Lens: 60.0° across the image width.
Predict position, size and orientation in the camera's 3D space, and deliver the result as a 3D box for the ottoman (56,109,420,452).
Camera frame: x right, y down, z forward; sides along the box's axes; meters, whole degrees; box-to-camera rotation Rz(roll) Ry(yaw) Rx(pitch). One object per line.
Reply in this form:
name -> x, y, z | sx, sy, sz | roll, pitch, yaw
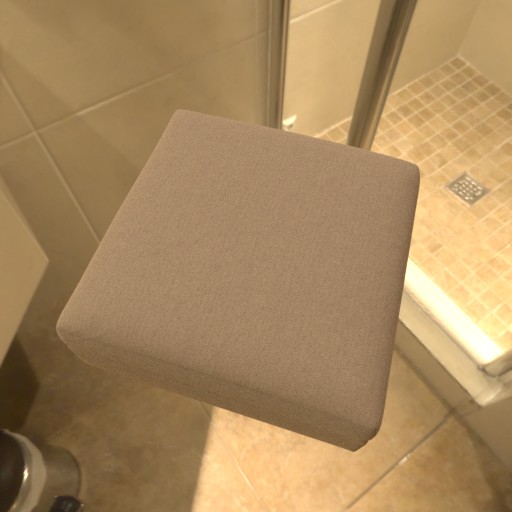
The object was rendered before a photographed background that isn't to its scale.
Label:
ottoman -> 0.000, 0.000, 1.626 | 1.041, 0.470, 1.041 | 15, 61, 9
